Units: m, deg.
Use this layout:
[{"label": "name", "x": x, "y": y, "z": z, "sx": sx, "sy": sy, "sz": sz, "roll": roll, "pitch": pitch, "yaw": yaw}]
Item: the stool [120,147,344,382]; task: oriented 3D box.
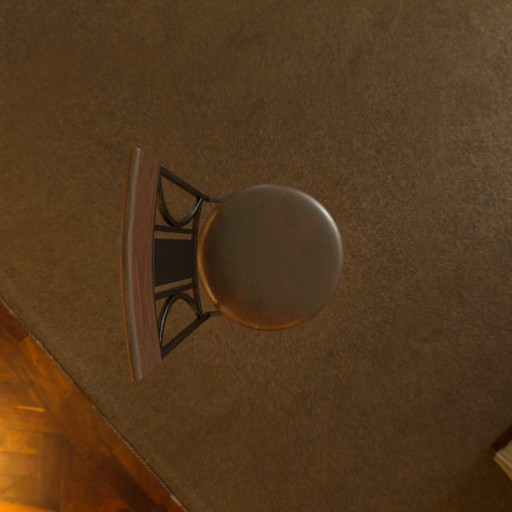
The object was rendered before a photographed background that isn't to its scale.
[{"label": "stool", "x": 0.000, "y": 0.000, "z": 1.405, "sx": 0.513, "sy": 1.130, "sz": 0.448, "roll": 0, "pitch": 92, "yaw": 0}]
